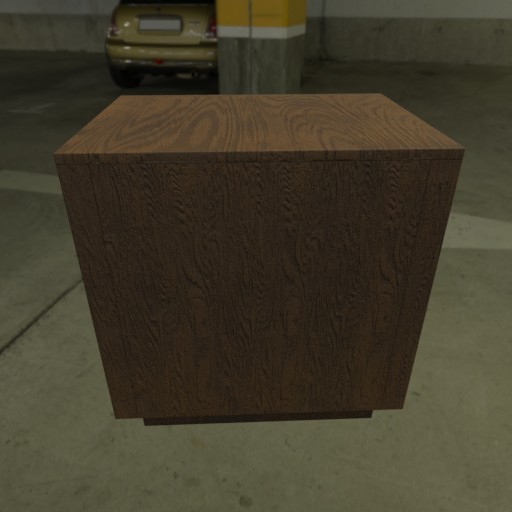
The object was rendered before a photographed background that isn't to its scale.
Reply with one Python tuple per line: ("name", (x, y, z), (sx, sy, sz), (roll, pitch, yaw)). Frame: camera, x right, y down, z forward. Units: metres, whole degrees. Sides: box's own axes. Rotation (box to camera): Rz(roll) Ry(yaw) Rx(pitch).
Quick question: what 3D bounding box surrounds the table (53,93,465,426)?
("table", (0.000, 0.000, 0.936), (0.560, 0.585, 0.439), (-1, 30, -2))
